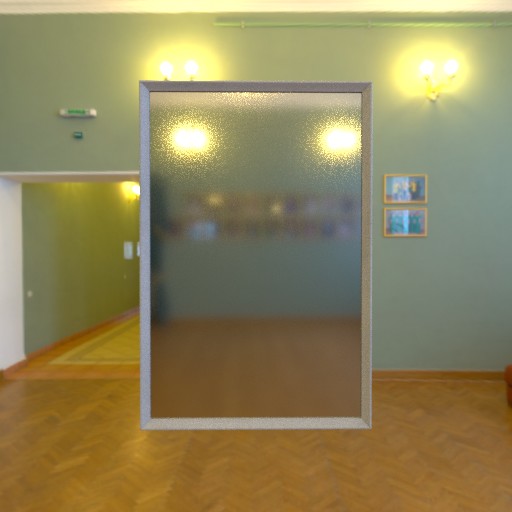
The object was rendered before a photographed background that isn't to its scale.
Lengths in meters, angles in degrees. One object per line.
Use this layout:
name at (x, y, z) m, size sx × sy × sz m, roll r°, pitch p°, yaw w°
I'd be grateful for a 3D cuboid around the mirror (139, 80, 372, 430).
mirror at (0.000, 0.000, 1.181) m, size 0.609 × 0.915 × 0.041 m, roll 0°, pitch 1°, yaw -1°
